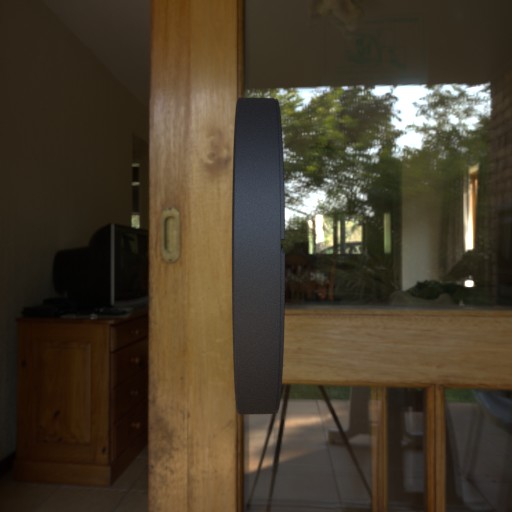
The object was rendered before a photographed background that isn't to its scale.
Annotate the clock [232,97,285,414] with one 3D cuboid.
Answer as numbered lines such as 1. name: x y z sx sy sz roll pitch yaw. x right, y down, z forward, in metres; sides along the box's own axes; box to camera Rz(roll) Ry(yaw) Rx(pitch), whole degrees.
1. clock: 0.000 0.000 0.436 0.040 0.293 0.293 0 -1 0
